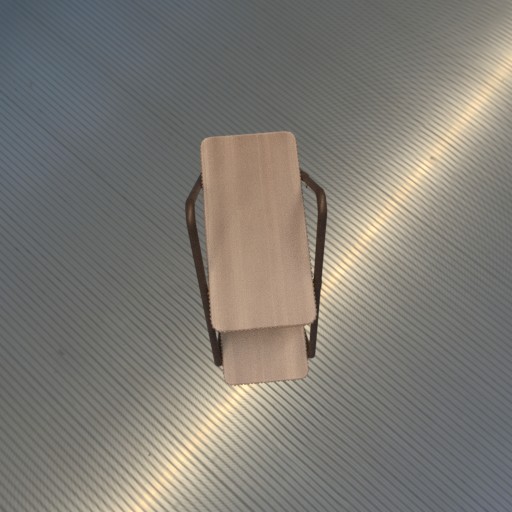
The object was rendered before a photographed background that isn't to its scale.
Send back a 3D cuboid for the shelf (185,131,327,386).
[{"bbox_3d":[0.000,0.000,1.101,0.234,0.774,0.609,-5,76,-1],"label":"shelf"}]
